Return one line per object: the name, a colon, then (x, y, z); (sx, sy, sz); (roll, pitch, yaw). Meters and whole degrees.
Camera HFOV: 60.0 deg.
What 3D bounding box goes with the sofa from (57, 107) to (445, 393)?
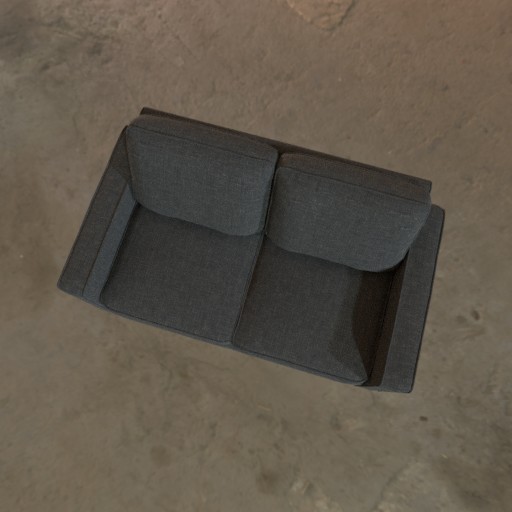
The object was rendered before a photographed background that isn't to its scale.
sofa: (0.000, 0.000, 2.262); (1.709, 0.918, 0.947); (16, 75, 4)
